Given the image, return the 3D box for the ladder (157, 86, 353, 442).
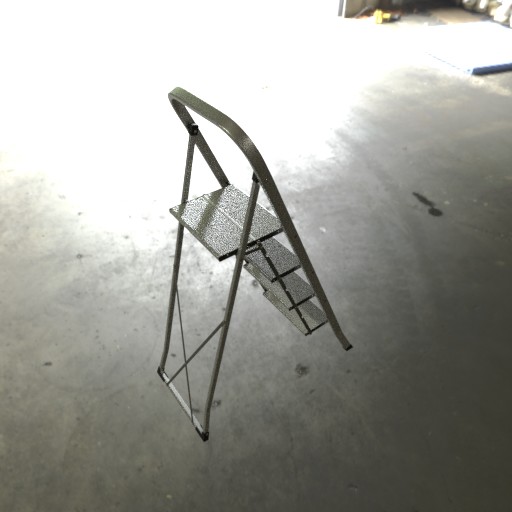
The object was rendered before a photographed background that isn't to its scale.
[{"bbox_3d":[0.000,0.000,1.674,0.830,1.290,0.465,-26,48,-27],"label":"ladder"}]
